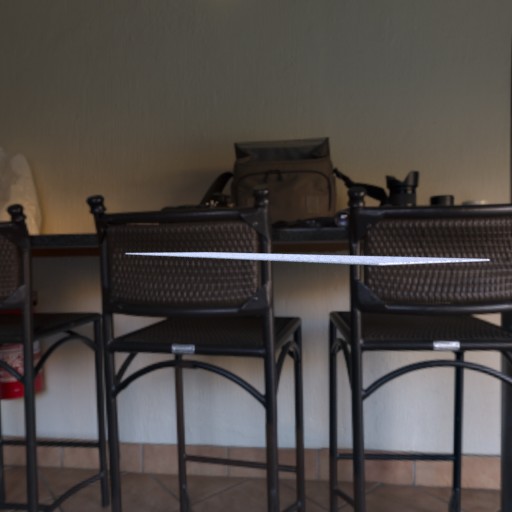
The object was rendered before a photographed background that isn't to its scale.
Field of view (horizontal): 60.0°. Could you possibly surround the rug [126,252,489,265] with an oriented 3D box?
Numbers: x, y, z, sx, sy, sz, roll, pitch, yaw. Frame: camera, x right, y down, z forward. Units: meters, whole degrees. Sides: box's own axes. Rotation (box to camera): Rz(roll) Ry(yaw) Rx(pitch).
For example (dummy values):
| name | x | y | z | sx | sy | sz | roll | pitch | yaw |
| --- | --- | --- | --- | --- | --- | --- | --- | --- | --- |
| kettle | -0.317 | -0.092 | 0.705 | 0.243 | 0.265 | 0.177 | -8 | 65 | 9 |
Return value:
| name | x | y | z | sx | sy | sz | roll | pitch | yaw |
| --- | --- | --- | --- | --- | --- | --- | --- | --- | --- |
| rug | 0.000 | 0.000 | 2.695 | 0.750 | 0.009 | 2.435 | -1 | 2 | -36 |
